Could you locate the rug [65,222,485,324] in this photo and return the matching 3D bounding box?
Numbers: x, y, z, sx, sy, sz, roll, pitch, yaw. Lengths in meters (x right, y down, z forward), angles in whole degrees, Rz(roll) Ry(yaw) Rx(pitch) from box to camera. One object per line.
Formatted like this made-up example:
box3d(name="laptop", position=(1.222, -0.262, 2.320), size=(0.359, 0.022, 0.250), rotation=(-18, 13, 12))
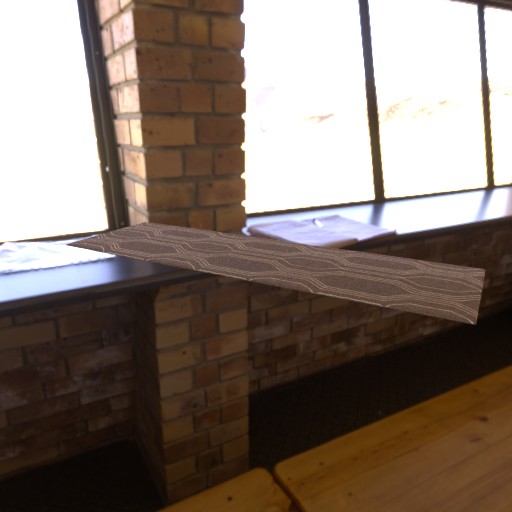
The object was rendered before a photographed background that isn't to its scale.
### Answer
box3d(name="rug", position=(0.000, 0.000, 2.689), size=(2.464, 0.012, 0.773), rotation=(9, 19, 28))
